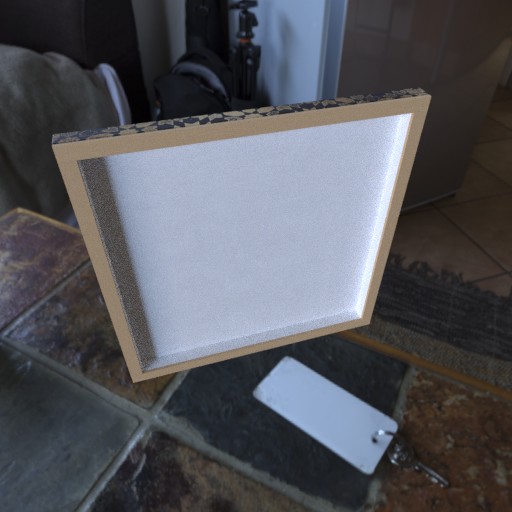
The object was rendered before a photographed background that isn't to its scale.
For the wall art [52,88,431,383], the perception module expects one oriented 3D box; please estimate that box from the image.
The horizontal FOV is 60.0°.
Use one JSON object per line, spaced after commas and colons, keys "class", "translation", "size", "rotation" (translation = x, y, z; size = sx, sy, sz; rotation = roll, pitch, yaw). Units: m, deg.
{"class": "wall art", "translation": [0.000, 0.000, 0.907], "size": [0.612, 0.612, 0.038], "rotation": [-11, 44, -12]}
